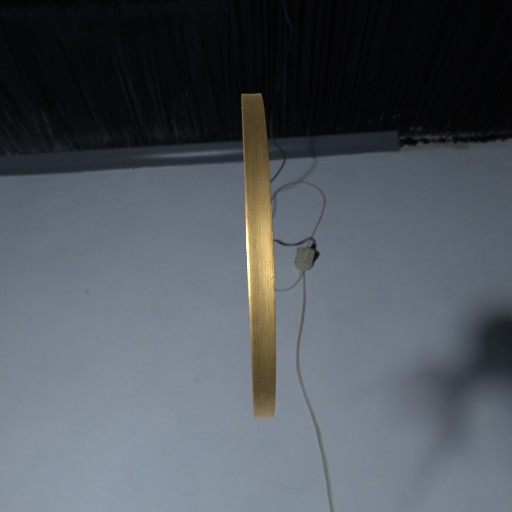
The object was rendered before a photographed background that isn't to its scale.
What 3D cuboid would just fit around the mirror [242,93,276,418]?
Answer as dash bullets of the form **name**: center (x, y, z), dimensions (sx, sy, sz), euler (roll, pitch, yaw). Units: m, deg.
- **mirror**: center (0.000, 0.000, 0.822), dimensions (0.032, 0.565, 0.565), euler (-2, 60, -1)
